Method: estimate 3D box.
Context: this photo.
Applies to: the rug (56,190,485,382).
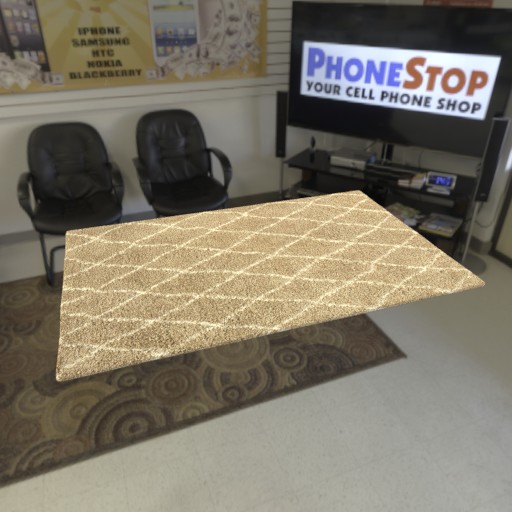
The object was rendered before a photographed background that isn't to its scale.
[{"bbox_3d":[0.000,0.000,2.975,2.438,0.030,1.524,-10,33,-16],"label":"rug"}]
